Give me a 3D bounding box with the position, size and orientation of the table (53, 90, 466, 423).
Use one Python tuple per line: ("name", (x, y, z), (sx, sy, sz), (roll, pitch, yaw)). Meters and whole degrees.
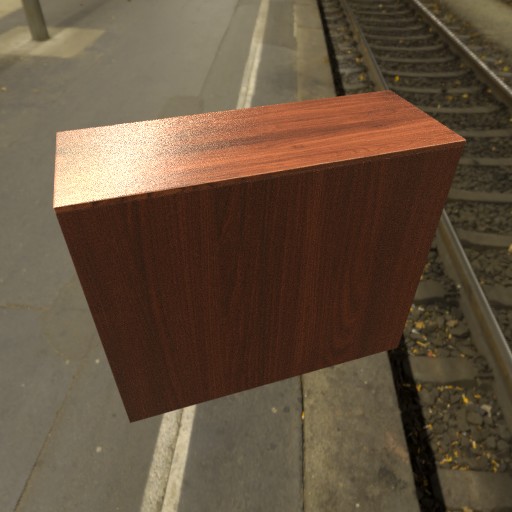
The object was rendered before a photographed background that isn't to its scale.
("table", (0.000, 0.000, 1.339), (0.930, 0.790, 0.380), (-12, 42, -14))
